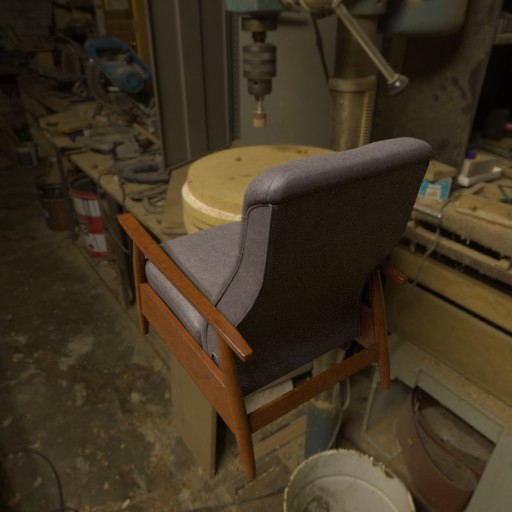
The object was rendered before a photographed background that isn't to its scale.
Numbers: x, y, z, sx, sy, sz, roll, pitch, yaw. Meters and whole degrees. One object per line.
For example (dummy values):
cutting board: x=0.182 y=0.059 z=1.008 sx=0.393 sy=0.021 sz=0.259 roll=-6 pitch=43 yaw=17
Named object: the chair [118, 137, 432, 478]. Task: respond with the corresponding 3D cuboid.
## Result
chair: x=0.000 y=0.000 z=1.789 sx=0.762 sy=1.081 sz=1.014 roll=-19 pitch=35 yaw=-30
